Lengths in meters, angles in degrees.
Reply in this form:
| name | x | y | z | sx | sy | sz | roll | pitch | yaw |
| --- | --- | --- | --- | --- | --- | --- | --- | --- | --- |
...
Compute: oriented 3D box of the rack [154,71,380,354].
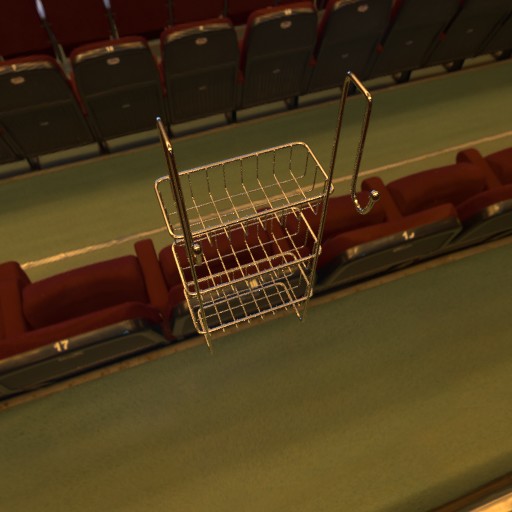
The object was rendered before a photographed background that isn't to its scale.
| name | x | y | z | sx | sy | sz | roll | pitch | yaw |
| --- | --- | --- | --- | --- | --- | --- | --- | --- | --- |
| rack | 0.000 | 0.000 | 0.658 | 0.228 | 0.574 | 0.202 | -17 | 58 | -11 |
